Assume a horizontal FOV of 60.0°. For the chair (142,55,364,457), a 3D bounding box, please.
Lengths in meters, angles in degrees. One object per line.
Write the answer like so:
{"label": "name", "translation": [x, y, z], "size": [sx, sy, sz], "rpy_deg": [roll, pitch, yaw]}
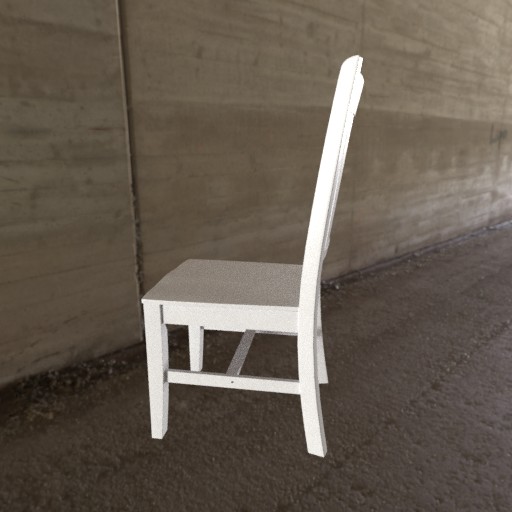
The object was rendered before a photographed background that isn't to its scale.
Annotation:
{"label": "chair", "translation": [0.000, 0.000, 1.295], "size": [0.555, 0.998, 0.450], "rpy_deg": [2, 15, 9]}
